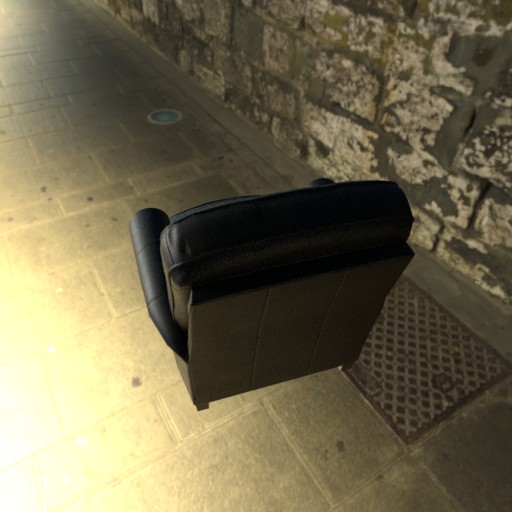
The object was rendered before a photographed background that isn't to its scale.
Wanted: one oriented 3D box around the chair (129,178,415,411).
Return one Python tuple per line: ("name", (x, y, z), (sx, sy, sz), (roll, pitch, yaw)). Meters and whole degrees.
("chair", (0.000, 0.000, 1.787), (0.936, 1.018, 0.986), (-12, 43, -13))
